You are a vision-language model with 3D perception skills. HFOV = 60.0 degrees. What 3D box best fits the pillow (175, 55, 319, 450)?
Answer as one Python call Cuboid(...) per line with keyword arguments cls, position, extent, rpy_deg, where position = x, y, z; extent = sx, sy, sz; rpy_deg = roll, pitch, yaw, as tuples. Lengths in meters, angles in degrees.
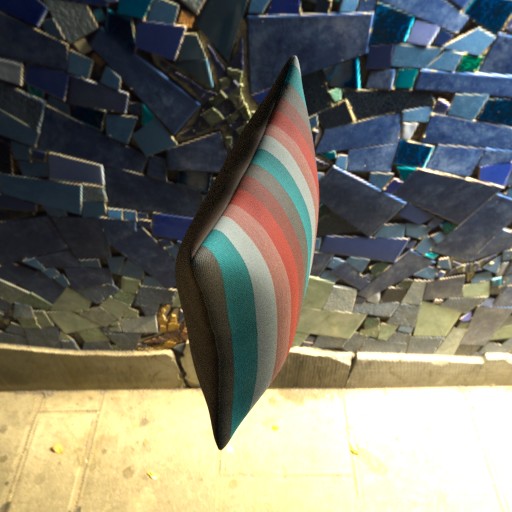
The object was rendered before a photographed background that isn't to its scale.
Cuboid(cls="pillow", position=(0.000, 0.000, 0.692), extent=(0.168, 0.443, 0.453), rpy_deg=(11, 47, 10))
